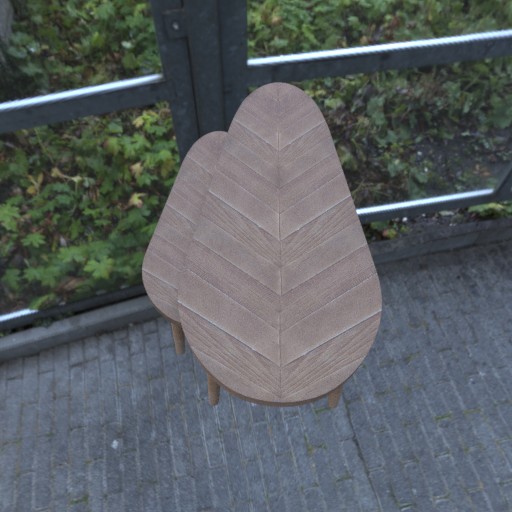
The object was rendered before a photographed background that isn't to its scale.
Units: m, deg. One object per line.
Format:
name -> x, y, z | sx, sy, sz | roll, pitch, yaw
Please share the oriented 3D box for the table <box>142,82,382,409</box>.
table -> 0.000, 0.000, 1.625 | 0.701, 0.595, 1.190 | 1, 58, 1
